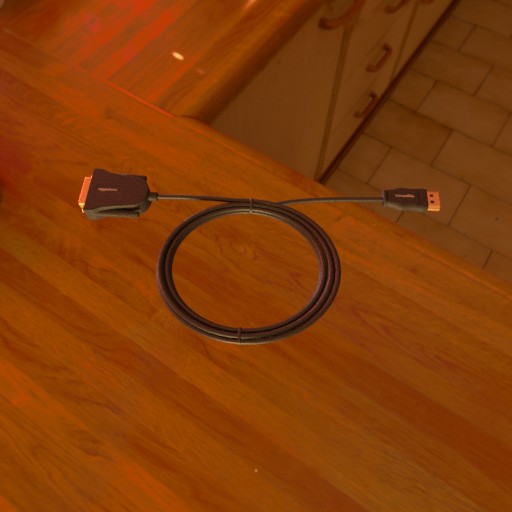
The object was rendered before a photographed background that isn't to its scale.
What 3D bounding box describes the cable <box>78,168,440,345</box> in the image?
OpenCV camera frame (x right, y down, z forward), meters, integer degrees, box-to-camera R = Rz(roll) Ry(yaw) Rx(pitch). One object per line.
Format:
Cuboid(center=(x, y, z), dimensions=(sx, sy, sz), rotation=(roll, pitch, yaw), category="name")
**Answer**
Cuboid(center=(0.000, 0.000, 0.329), dimensions=(0.281, 0.015, 0.136), rotation=(3, 64, 2), category="cable")
